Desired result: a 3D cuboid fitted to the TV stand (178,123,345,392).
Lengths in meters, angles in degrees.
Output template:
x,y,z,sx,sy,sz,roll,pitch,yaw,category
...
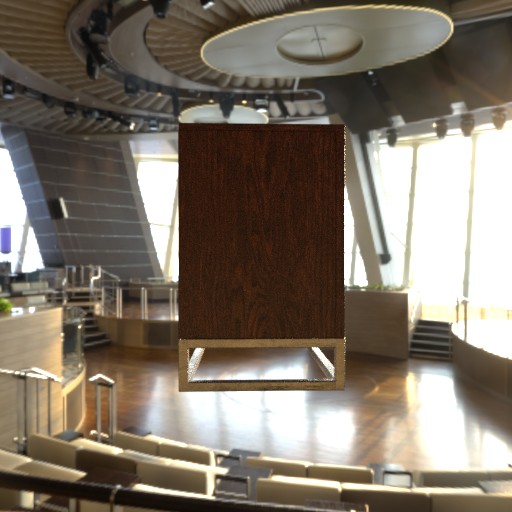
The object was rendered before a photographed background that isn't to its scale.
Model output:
x,y,z,sx,sy,sz,roll,pitch,yaw,category
0.000,0.000,1.726,0.382,0.578,1.541,0,0,-2,TV stand
